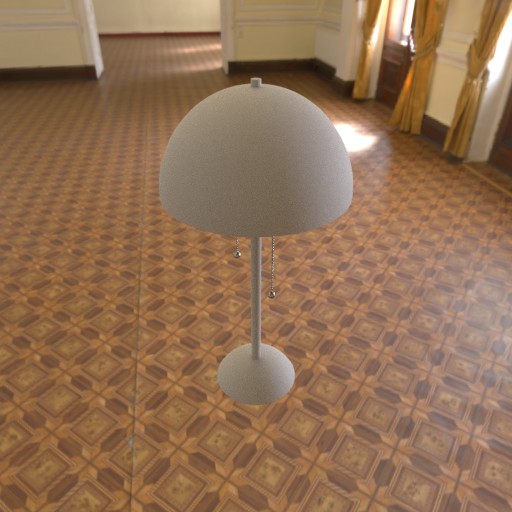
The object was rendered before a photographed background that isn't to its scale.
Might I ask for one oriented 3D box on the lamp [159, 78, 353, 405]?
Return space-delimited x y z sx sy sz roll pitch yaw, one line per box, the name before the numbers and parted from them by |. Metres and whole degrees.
lamp | 0.000 0.000 0.437 0.171 0.330 0.171 0 32 0
